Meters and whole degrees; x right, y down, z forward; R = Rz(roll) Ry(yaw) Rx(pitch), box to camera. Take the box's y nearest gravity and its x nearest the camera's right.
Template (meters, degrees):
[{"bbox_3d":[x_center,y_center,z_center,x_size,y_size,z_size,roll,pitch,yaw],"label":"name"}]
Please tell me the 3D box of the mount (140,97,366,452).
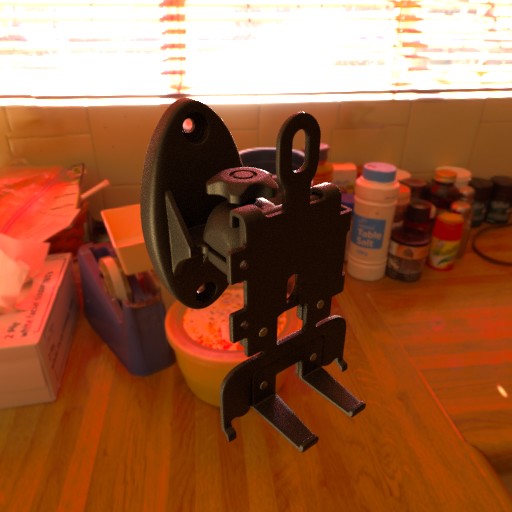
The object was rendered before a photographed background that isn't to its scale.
[{"bbox_3d":[0.000,0.000,0.177,0.066,0.118,0.100,-20,35,-32],"label":"mount"}]
